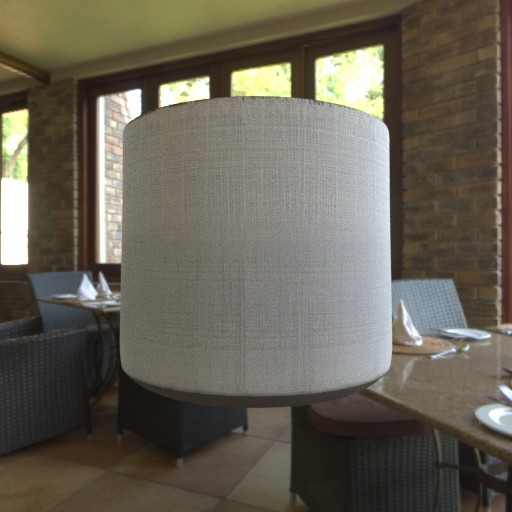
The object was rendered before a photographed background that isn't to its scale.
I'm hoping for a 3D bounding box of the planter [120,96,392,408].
[{"bbox_3d":[0.000,0.000,0.385,0.226,0.201,0.226,0,0,0],"label":"planter"}]
